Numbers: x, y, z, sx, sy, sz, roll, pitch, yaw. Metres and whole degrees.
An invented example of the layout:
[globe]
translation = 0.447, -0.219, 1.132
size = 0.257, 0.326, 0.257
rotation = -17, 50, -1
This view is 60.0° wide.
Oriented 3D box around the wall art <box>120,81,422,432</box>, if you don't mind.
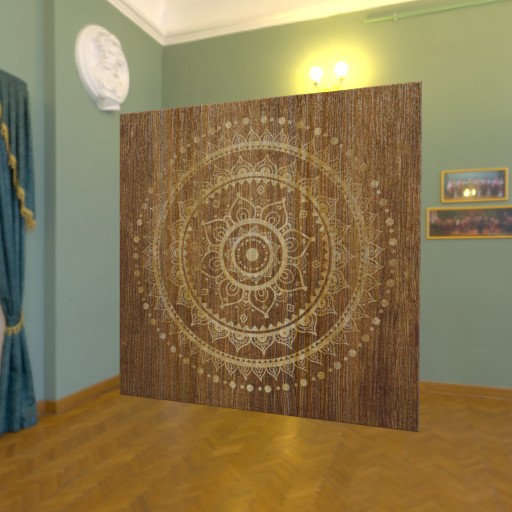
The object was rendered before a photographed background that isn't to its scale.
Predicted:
[wall art]
translation = 0.000, 0.000, 0.873
size = 0.611, 0.608, 0.042
rotation = 0, 0, 18
